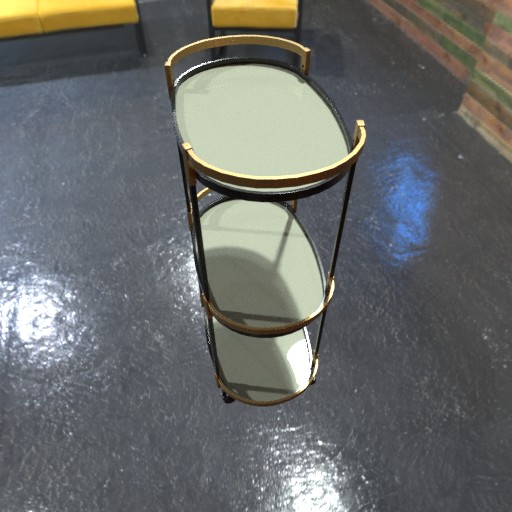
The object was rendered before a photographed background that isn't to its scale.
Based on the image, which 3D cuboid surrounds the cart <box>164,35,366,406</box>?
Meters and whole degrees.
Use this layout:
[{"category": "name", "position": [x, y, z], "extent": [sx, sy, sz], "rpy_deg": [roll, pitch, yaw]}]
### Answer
[{"category": "cart", "position": [0.000, 0.000, 1.125], "extent": [0.311, 0.885, 0.515], "rpy_deg": [-10, 48, -9]}]
